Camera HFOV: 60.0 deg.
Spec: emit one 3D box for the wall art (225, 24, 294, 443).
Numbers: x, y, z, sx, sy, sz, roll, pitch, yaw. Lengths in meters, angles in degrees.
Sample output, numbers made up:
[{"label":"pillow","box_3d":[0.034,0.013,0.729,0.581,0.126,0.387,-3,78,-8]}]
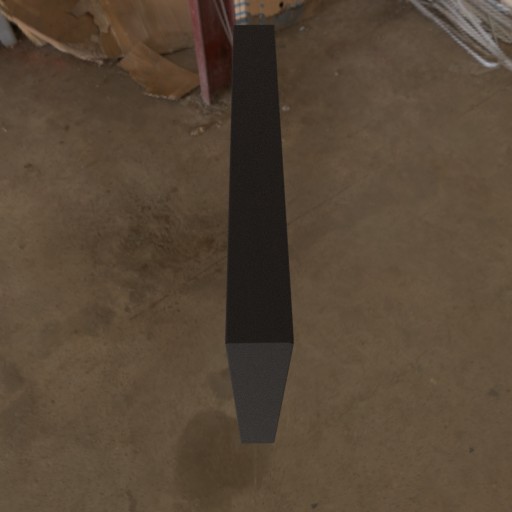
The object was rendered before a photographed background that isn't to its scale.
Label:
[{"label":"wall art","box_3d":[0.000,0.000,0.450,0.037,0.305,0.305,-1,58,0]}]
